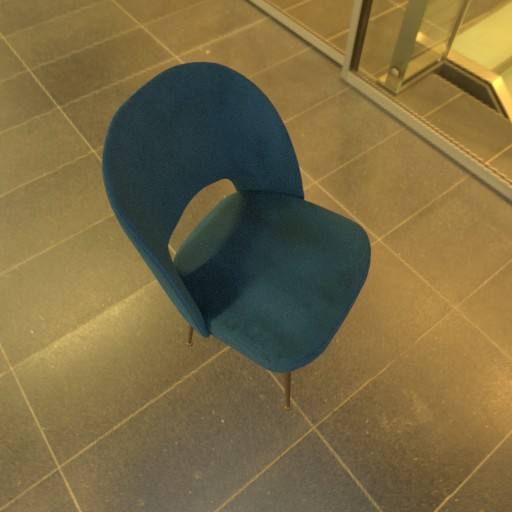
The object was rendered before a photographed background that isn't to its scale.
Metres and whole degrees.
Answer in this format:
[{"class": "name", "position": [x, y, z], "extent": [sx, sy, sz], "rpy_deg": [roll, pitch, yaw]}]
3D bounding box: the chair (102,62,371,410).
[{"class": "chair", "position": [0.000, 0.000, 1.217], "extent": [0.577, 0.860, 0.527], "rpy_deg": [29, 62, 17]}]
